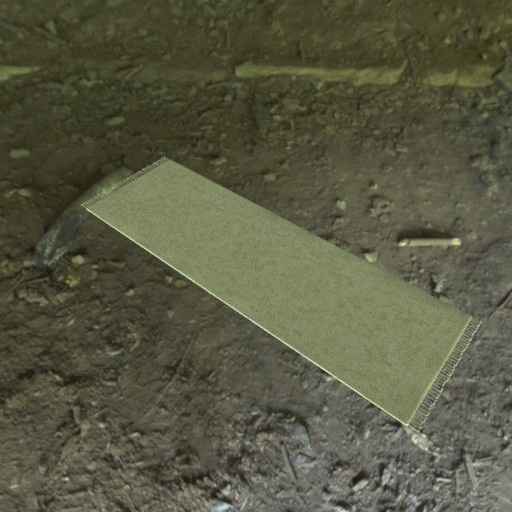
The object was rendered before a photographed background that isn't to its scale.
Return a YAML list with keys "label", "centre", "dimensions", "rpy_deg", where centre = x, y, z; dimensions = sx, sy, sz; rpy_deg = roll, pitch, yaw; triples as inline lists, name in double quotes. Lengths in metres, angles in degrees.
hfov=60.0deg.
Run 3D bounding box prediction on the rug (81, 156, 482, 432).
- label: "rug"
  centre: [0.000, 0.000, 2.774]
  dimensions: [2.544, 0.015, 0.795]
  rpy_deg: [30, 53, 26]
